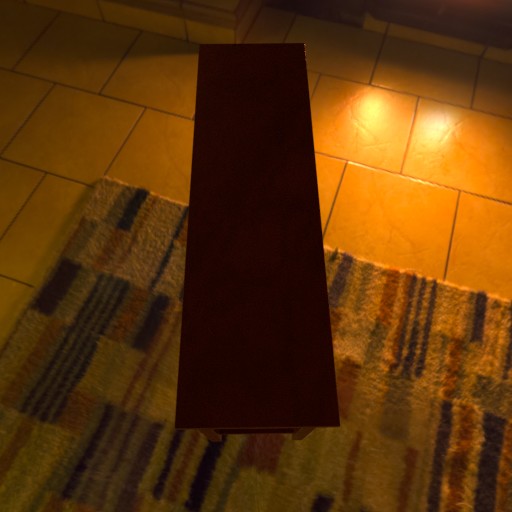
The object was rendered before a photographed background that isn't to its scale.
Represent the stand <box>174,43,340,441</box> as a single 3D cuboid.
[{"bbox_3d":[0.000,0.000,1.757,0.410,0.872,1.362,-1,63,0],"label":"stand"}]
